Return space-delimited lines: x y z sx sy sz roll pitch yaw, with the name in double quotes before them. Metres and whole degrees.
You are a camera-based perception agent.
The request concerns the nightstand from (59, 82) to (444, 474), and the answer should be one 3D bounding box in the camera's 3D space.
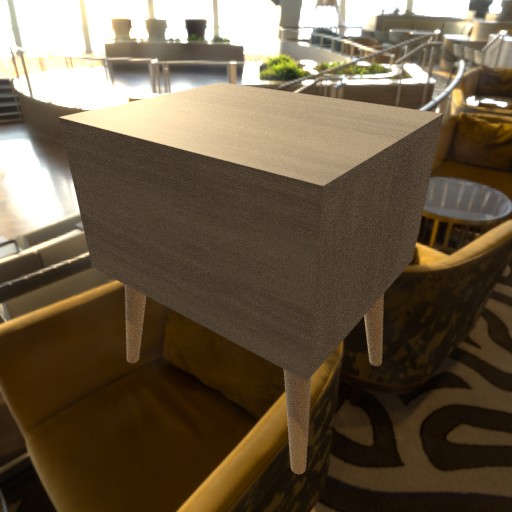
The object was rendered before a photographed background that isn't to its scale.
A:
"nightstand" 0.000 0.000 0.802 0.450 0.500 0.380 21 37 31
